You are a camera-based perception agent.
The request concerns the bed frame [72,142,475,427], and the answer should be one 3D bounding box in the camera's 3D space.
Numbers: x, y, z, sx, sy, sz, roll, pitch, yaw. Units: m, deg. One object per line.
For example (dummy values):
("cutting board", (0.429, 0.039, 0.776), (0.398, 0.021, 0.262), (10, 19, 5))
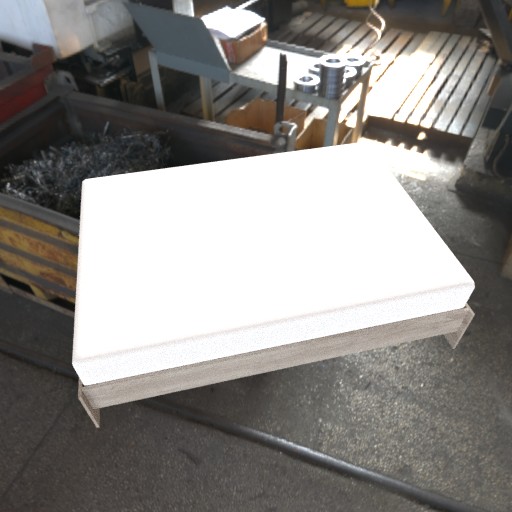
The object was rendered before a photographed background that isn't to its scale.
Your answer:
("bed frame", (0.000, 0.000, 2.634), (1.945, 0.497, 1.445), (-10, 47, -9))
